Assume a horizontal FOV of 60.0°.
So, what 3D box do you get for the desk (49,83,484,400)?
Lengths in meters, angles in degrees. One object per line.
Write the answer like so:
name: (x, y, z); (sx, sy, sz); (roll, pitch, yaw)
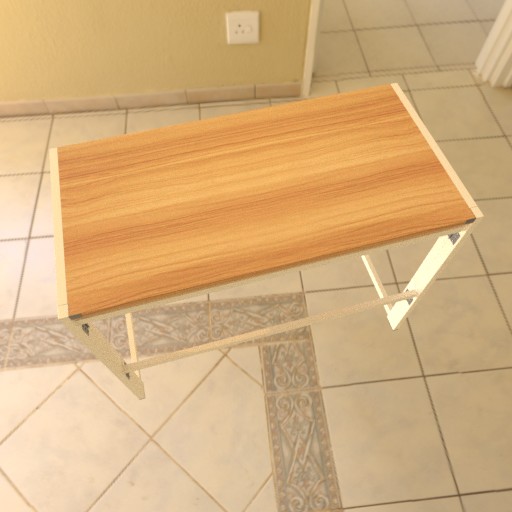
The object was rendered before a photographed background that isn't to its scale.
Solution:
desk: (0.000, 0.000, 1.461); (1.016, 0.762, 0.508); (-13, 61, -8)
